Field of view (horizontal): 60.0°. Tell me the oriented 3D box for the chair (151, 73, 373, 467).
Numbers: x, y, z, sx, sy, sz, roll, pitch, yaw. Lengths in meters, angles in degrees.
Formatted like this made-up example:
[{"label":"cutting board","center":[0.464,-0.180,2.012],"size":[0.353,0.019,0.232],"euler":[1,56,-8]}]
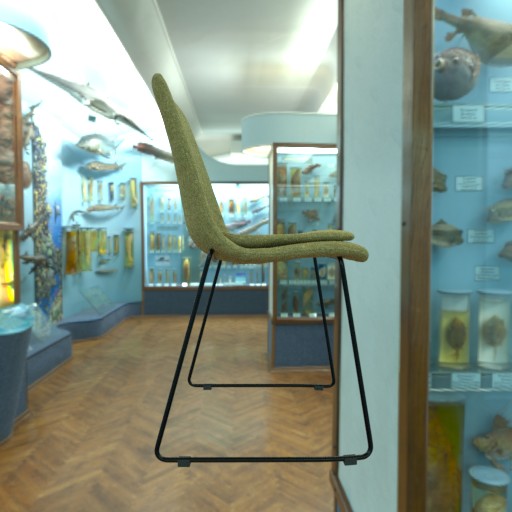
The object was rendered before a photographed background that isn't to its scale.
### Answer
[{"label":"chair","center":[0.000,0.000,1.134],"size":[0.496,0.849,0.479],"euler":[0,2,0]}]
